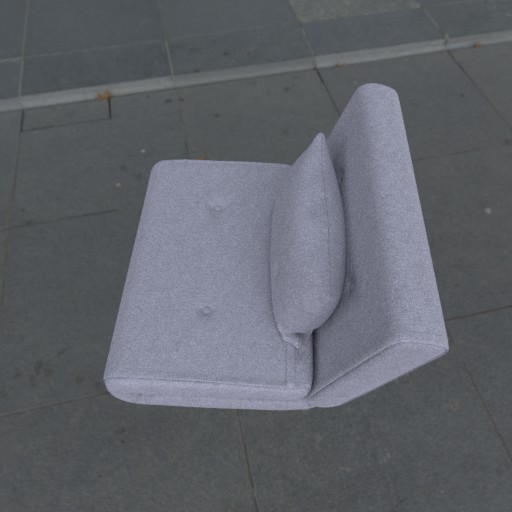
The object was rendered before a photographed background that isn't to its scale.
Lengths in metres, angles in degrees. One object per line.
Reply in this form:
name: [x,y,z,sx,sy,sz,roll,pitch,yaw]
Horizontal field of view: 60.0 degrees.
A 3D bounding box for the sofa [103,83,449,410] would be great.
sofa: [0.000,0.000,1.673,1.000,0.825,1.020,2,57,1]
